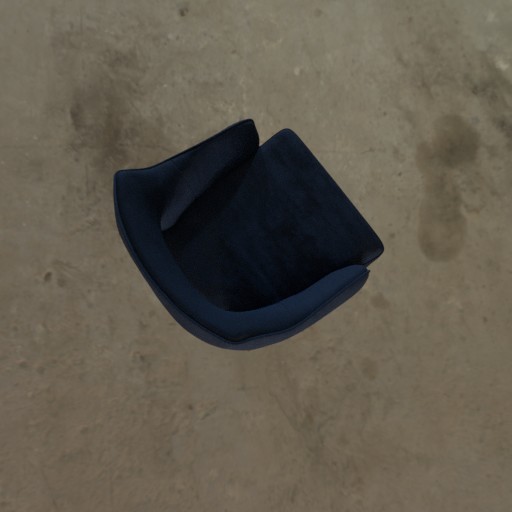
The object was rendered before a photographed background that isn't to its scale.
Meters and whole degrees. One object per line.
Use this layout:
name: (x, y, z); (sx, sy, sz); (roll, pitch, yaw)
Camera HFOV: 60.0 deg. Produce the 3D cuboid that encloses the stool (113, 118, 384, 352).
stool: (0.000, 0.000, 1.391); (0.560, 1.041, 0.550); (-34, 79, -8)
